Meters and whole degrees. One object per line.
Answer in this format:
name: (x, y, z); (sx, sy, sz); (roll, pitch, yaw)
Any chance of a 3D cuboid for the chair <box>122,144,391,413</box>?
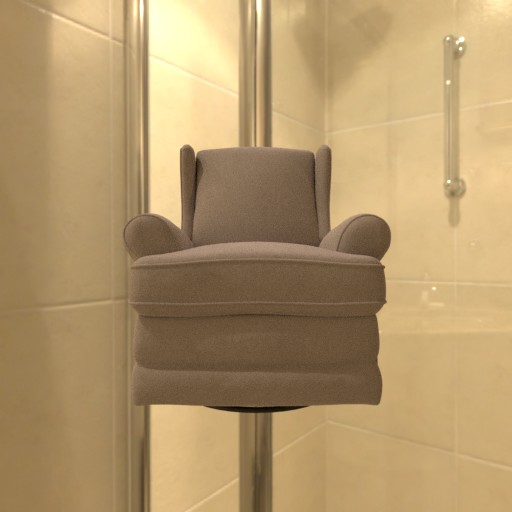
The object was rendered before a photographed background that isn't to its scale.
chair: (0.000, 0.000, 1.697); (0.847, 1.011, 0.969); (0, 0, 0)
